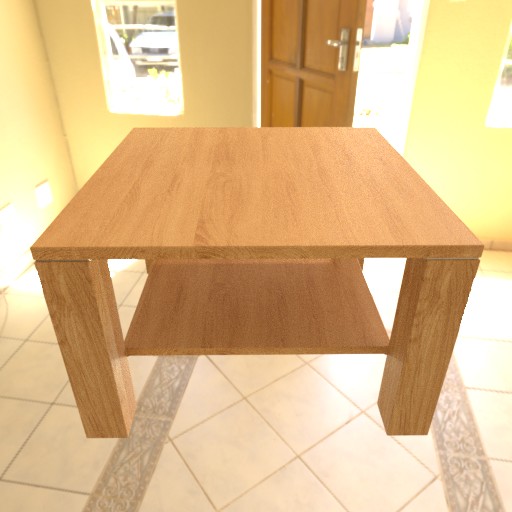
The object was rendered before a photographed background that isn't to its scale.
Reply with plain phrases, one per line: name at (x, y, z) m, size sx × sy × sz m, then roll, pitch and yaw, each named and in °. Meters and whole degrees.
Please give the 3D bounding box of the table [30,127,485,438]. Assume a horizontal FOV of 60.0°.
table at (0.000, 0.000, 1.094) m, size 0.700 × 0.450 × 0.700 m, roll 0°, pitch 31°, yaw 0°
